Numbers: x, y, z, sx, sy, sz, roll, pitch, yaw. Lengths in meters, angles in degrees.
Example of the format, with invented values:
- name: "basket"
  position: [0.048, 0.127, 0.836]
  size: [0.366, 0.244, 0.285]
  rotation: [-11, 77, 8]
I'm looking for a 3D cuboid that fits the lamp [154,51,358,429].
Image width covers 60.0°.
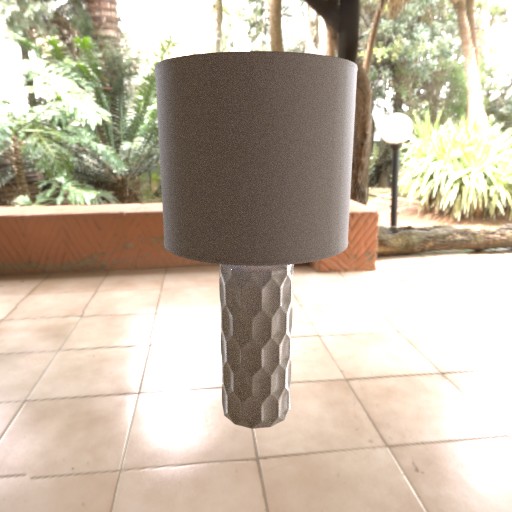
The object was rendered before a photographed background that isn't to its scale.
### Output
- name: "lamp"
  position: [0.000, 0.000, 0.686]
  size: [0.277, 0.537, 0.277]
  rotation: [-2, 15, -8]
